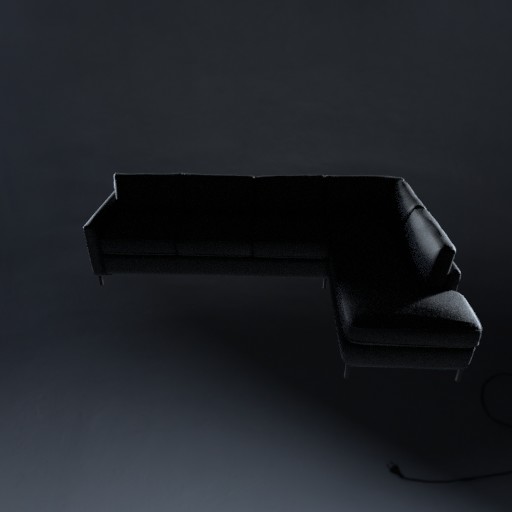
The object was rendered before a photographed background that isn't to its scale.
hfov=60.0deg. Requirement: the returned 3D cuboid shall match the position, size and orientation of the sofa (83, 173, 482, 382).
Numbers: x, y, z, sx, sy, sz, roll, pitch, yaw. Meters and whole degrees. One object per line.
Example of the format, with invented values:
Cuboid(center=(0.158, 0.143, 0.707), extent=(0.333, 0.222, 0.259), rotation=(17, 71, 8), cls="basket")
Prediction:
Cuboid(center=(0.000, 0.000, 3.686), extent=(2.972, 0.858, 1.984), rotation=(1, 30, 2), cls="sofa")
